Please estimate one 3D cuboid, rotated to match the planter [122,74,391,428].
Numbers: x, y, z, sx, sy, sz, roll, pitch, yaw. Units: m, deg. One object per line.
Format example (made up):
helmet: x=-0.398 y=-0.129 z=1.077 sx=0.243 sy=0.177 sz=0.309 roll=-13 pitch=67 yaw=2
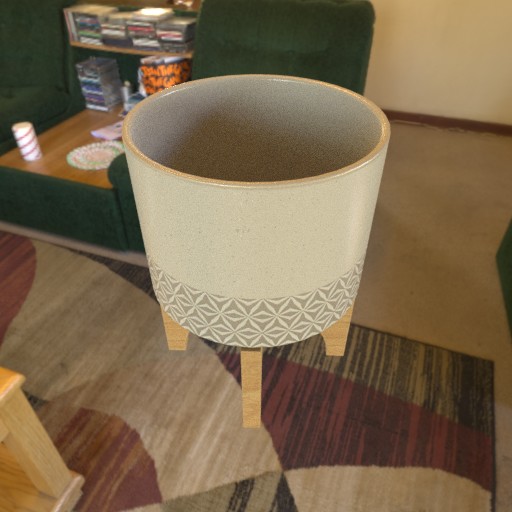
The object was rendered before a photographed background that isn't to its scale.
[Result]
planter: x=0.000 y=0.000 z=0.529 sx=0.249 sy=0.343 sz=0.249 roll=0 pitch=40 yaw=0
